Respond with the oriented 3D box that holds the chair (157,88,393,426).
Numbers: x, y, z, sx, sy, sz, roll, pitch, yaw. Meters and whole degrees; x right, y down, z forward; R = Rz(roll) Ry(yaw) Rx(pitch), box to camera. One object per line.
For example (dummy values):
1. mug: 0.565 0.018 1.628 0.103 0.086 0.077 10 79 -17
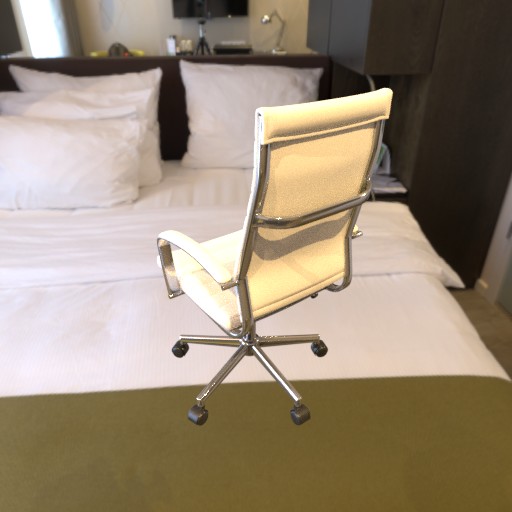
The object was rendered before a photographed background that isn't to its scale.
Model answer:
1. chair: 0.000 0.000 1.547 0.679 1.149 0.679 -20 36 -31
